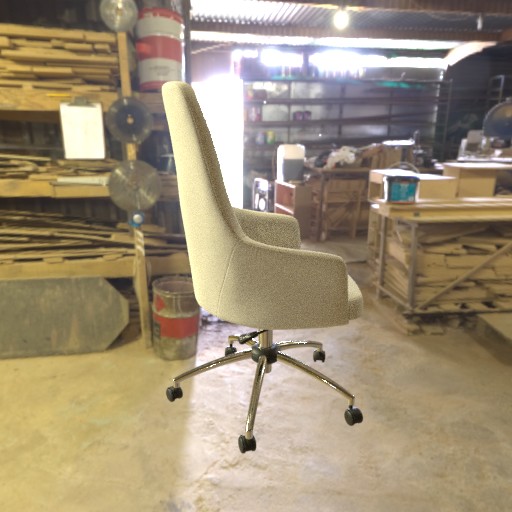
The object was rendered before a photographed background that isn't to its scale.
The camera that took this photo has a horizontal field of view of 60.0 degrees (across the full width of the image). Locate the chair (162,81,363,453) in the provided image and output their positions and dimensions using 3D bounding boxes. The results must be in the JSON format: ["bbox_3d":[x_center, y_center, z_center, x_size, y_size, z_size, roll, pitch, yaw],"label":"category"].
[{"bbox_3d":[0.000,0.000,1.461,0.640,1.049,0.620,-2,16,-8],"label":"chair"}]
